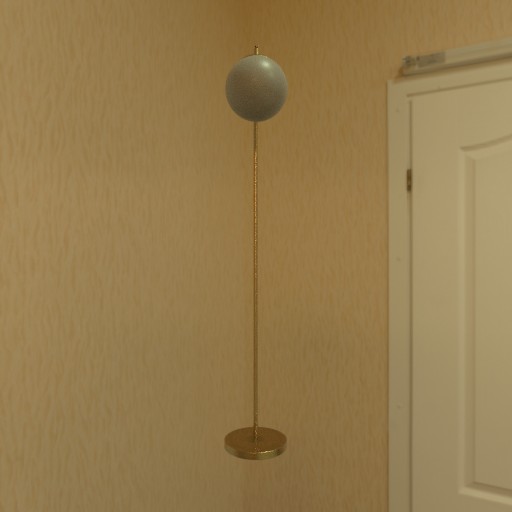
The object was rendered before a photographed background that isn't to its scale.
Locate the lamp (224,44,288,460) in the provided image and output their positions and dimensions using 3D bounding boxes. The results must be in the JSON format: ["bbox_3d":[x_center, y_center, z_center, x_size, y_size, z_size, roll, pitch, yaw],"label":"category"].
[{"bbox_3d":[0.000,0.000,1.667,0.249,1.505,0.476,0,0,-1],"label":"lamp"}]
